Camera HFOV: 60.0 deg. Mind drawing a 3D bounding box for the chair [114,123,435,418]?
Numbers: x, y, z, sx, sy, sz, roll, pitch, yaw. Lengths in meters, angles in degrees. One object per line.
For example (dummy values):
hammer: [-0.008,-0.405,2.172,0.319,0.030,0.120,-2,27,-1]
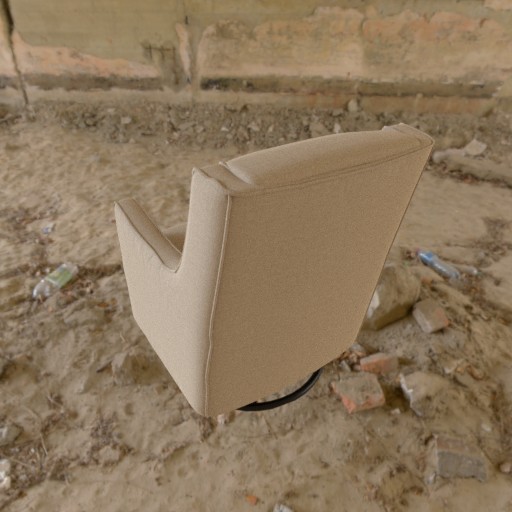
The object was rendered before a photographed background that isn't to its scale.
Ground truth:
chair: [0.000,0.000,1.569,0.732,0.993,0.879,-19,36,-28]
